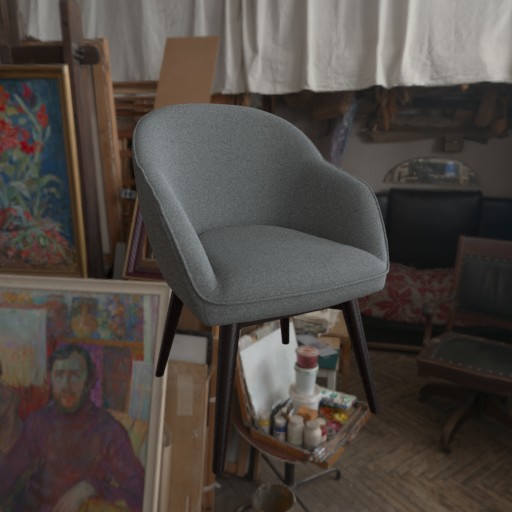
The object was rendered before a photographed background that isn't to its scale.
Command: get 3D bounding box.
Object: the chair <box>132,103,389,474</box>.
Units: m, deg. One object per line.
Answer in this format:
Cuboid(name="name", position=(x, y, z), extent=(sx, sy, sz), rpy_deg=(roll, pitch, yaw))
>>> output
Cuboid(name="chair", position=(0.000, 0.000, 1.198), extent=(0.589, 0.810, 0.611), rpy_deg=(-8, 18, -27))
